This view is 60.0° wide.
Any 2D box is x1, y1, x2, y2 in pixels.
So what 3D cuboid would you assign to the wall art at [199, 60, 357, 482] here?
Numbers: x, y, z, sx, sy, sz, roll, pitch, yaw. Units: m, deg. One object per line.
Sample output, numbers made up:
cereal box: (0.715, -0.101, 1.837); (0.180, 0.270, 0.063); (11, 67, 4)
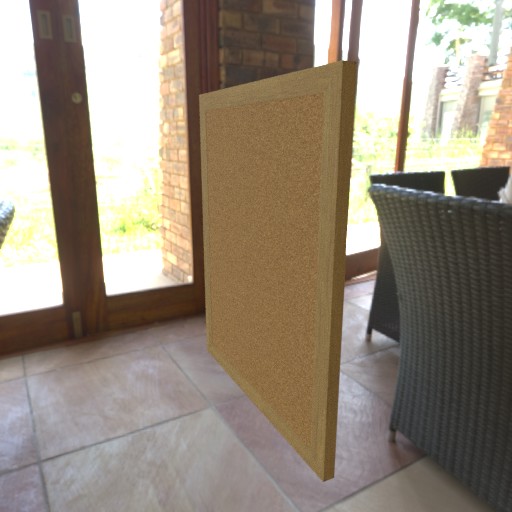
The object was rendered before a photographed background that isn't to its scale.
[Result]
wall art: (0.000, 0.000, 0.766); (0.020, 0.561, 0.460); (-8, 17, -26)
